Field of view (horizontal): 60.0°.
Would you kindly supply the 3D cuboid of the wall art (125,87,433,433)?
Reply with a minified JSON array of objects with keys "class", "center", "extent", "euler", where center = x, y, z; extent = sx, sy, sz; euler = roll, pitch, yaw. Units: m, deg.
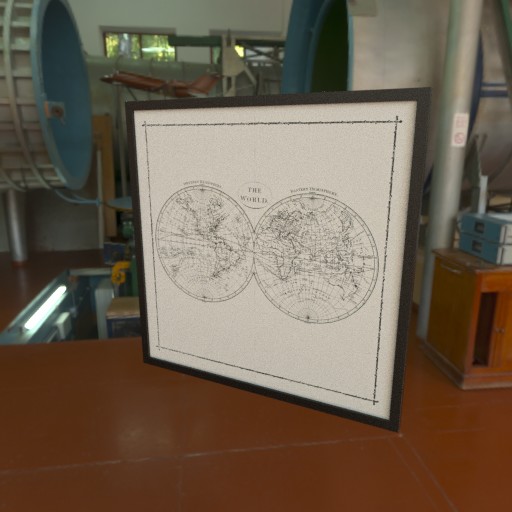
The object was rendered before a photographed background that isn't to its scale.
[{"class":"wall art","center":[0.000,0.000,1.136],"extent":[0.773,0.775,0.031],"euler":[7,16,25]}]
